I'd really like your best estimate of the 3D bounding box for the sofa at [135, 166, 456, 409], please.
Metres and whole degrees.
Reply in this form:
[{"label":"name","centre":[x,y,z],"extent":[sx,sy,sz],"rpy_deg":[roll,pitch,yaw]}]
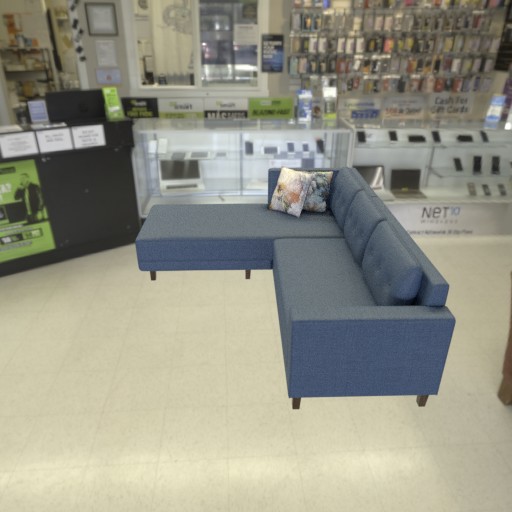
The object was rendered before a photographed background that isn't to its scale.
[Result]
[{"label":"sofa","centre":[0.000,0.000,3.094],"extent":[1.829,0.787,2.120],"rpy_deg":[-1,27,-1]}]
